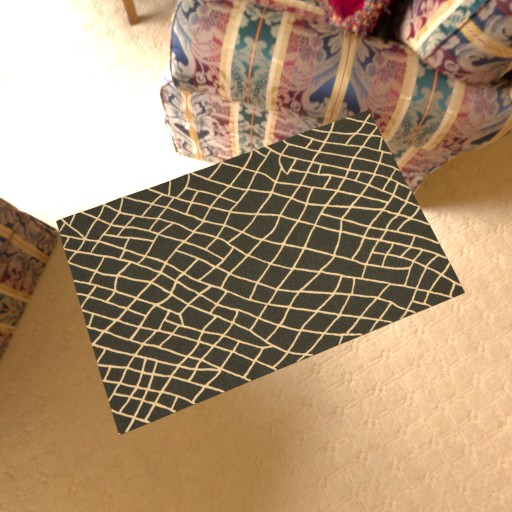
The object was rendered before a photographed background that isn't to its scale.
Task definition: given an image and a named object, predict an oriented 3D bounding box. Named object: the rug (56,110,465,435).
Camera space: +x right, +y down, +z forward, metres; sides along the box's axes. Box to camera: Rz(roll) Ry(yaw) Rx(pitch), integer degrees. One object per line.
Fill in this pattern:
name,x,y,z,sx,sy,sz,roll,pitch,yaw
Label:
rug,0.000,0.000,3.070,2.448,0.017,1.529,-21,75,-6
